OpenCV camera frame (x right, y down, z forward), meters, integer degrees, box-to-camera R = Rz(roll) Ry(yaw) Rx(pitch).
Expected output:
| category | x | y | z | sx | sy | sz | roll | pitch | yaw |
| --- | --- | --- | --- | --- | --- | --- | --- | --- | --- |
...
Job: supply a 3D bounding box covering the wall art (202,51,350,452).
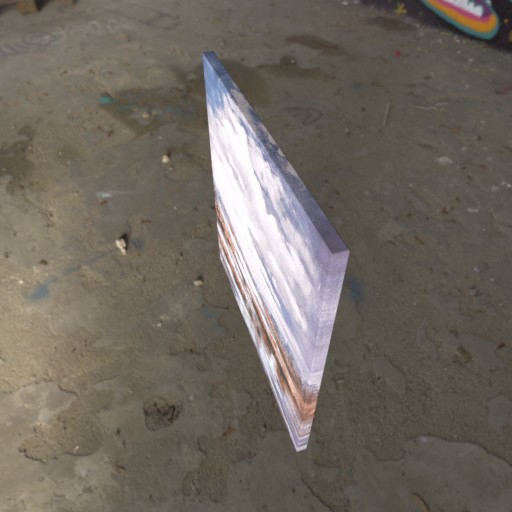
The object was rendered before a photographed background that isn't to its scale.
| category | x | y | z | sx | sy | sz | roll | pitch | yaw |
| --- | --- | --- | --- | --- | --- | --- | --- | --- | --- |
| wall art | 0.000 | 0.000 | 1.362 | 0.035 | 0.897 | 0.888 | -14 | 48 | -13 |
